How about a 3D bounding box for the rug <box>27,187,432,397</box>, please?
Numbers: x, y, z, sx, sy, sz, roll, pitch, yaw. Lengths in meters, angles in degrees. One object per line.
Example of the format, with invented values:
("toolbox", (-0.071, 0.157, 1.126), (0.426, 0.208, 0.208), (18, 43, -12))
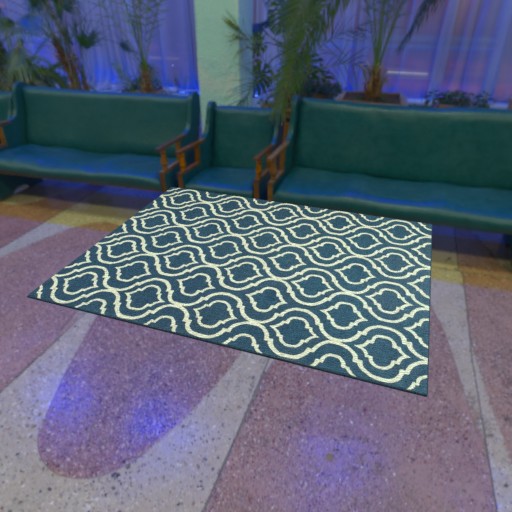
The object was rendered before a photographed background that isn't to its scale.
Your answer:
("rug", (0.000, 0.000, 3.858), (2.881, 0.020, 2.270), (10, 33, 16))
